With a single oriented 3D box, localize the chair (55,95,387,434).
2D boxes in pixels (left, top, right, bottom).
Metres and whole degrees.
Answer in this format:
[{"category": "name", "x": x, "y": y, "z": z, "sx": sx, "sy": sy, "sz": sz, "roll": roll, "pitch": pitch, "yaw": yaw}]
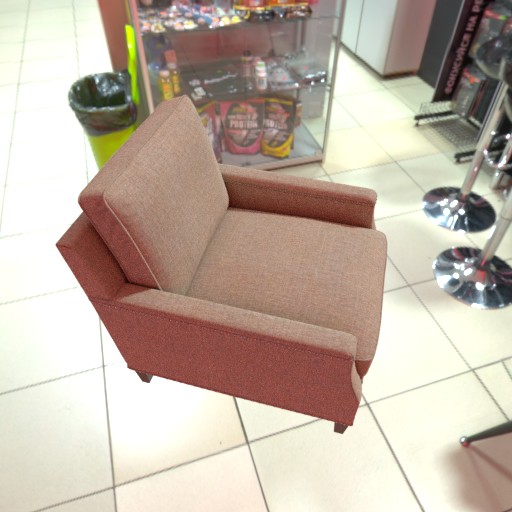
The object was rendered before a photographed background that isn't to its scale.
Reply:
[{"category": "chair", "x": 0.000, "y": 0.000, "z": 1.733, "sx": 1.014, "sy": 0.943, "sz": 0.853, "roll": 11, "pitch": 47, "yaw": 11}]
